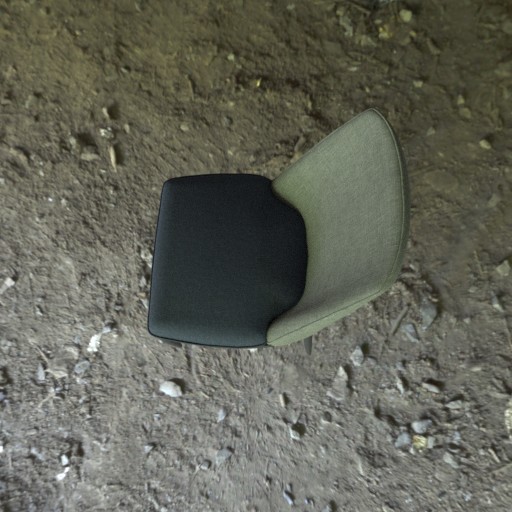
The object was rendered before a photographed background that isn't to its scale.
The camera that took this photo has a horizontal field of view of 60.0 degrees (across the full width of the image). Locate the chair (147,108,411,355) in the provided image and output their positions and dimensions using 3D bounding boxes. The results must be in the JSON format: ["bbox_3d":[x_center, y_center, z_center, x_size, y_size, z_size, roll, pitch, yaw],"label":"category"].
[{"bbox_3d":[0.000,0.000,1.180,0.550,0.855,0.488,2,73,1],"label":"chair"}]
